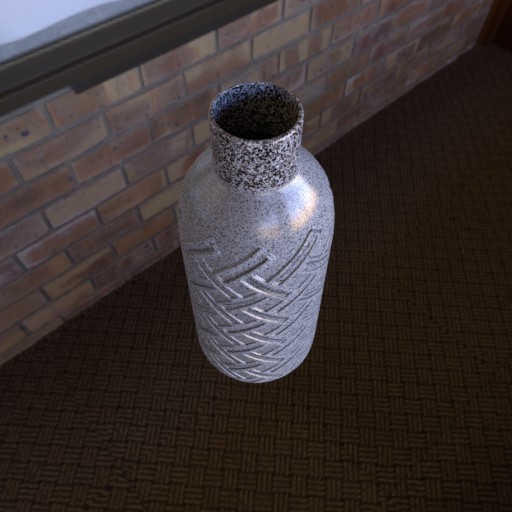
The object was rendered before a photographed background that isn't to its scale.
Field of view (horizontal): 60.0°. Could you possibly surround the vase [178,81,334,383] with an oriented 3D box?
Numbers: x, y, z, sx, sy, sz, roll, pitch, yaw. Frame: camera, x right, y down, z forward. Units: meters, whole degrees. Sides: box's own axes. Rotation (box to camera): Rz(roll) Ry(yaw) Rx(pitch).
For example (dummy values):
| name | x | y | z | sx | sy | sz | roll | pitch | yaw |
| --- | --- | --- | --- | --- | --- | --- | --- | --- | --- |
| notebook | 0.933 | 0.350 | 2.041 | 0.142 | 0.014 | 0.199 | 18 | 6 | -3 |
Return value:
| name | x | y | z | sx | sy | sz | roll | pitch | yaw |
| --- | --- | --- | --- | --- | --- | --- | --- | --- | --- |
| vase | 0.000 | 0.000 | 0.353 | 0.122 | 0.282 | 0.122 | 0 | 57 | 0 |
